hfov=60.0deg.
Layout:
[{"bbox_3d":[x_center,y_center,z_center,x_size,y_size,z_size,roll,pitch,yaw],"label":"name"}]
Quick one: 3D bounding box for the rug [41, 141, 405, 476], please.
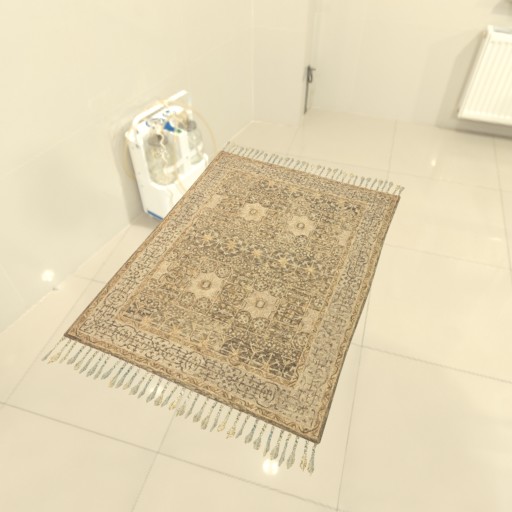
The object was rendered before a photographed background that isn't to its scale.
[{"bbox_3d":[0.000,0.000,3.072,1.619,0.023,2.465,18,49,16],"label":"rug"}]
